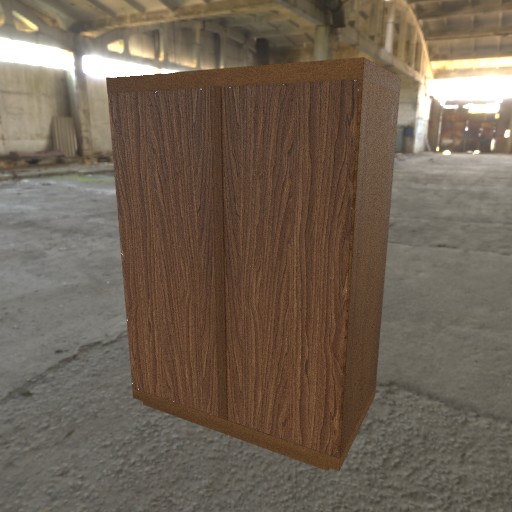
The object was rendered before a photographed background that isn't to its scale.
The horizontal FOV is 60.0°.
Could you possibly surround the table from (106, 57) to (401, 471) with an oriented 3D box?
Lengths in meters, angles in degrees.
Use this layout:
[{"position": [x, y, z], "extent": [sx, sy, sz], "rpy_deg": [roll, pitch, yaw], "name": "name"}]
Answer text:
[{"position": [0.000, 0.000, 1.726], "extent": [0.901, 1.294, 0.524], "rpy_deg": [8, 17, 27], "name": "table"}]
